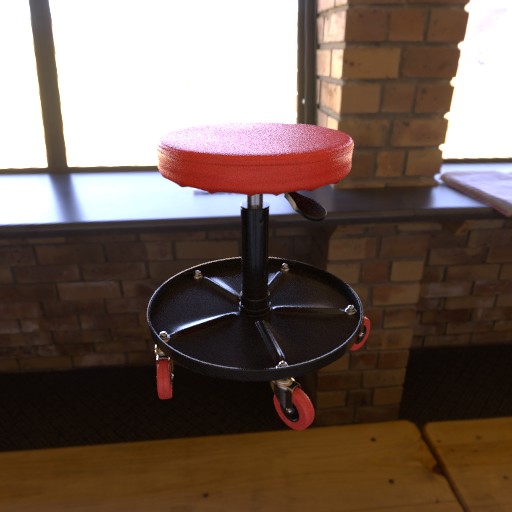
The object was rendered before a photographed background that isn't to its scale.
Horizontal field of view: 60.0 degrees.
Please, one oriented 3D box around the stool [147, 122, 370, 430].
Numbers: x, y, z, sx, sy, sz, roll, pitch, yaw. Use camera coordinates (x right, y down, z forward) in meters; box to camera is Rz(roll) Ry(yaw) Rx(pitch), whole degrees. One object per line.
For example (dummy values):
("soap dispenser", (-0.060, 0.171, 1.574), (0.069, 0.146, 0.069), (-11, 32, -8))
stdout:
("stool", (0.000, 0.000, 0.686), (0.381, 0.365, 0.382), (-18, 30, -33))
